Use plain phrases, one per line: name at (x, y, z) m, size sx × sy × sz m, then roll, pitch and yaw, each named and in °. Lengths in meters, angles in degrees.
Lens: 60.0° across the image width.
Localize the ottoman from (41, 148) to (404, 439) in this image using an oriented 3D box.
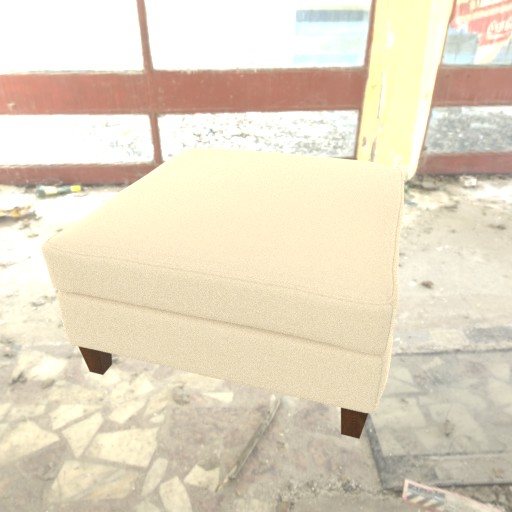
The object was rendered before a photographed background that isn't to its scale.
ottoman at (0.000, 0.000, 1.367) m, size 0.838 × 0.479 × 0.838 m, roll 9°, pitch 31°, yaw 15°
